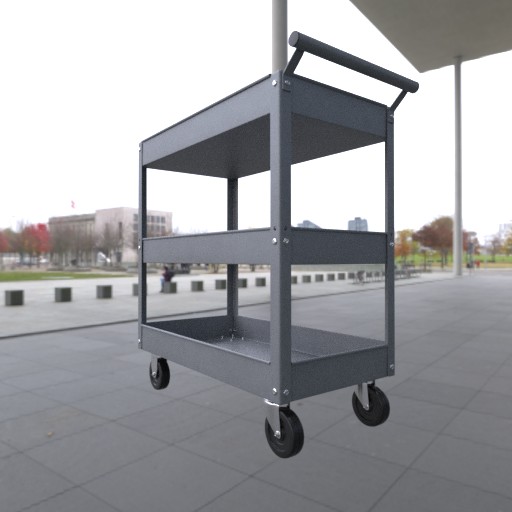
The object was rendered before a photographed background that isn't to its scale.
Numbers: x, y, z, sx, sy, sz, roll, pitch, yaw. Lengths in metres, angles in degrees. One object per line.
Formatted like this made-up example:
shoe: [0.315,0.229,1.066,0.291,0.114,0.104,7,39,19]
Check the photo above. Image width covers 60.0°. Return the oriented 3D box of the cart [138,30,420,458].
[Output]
cart: [0.000,0.000,1.156,0.366,0.780,0.719,0,-1,-37]
